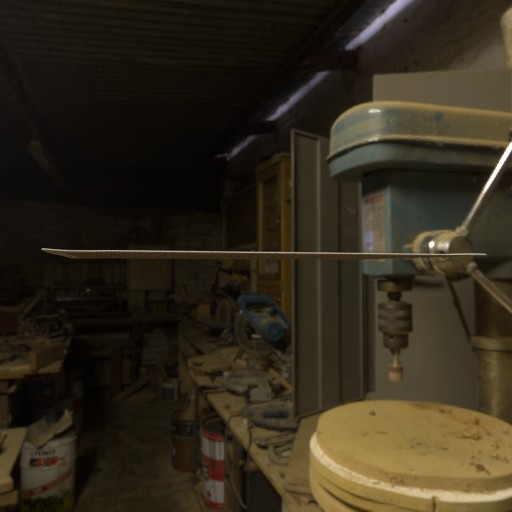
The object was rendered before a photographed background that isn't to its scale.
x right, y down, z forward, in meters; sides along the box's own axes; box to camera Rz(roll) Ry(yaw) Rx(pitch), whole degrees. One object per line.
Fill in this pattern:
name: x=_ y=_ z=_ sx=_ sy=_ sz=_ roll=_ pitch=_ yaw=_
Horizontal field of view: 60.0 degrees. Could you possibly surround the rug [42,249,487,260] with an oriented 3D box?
rug: x=0.000 y=0.000 z=2.989 sx=2.434 sy=0.023 sz=1.518 roll=0 pitch=-2 yaw=-18
